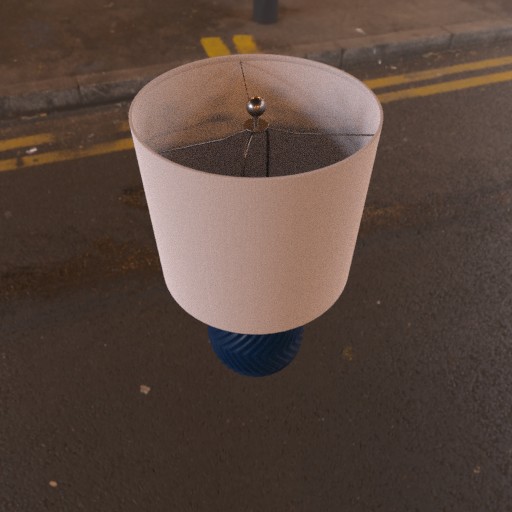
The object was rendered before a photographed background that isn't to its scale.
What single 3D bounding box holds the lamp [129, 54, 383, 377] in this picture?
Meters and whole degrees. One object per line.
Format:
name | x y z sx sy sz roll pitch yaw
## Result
lamp | 0.000 0.000 0.489 0.203 0.368 0.203 16 48 15
